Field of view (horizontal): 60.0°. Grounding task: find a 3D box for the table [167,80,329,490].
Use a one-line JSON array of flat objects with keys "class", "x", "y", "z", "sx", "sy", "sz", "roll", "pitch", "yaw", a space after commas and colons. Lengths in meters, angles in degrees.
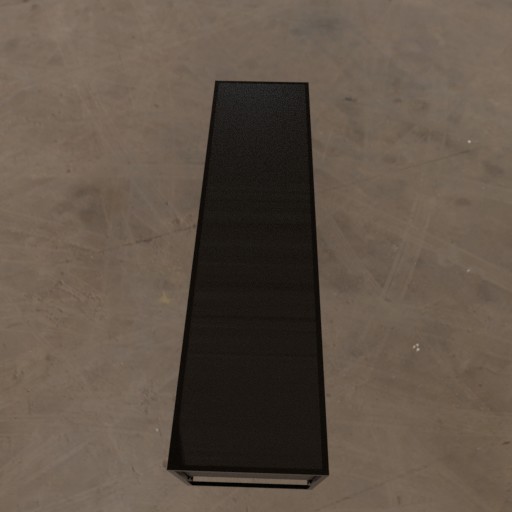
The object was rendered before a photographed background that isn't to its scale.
[{"class": "table", "x": 0.000, "y": 0.000, "z": 1.633, "sx": 0.399, "sy": 0.395, "sz": 1.486, "roll": 1, "pitch": 58, "yaw": 1}]
